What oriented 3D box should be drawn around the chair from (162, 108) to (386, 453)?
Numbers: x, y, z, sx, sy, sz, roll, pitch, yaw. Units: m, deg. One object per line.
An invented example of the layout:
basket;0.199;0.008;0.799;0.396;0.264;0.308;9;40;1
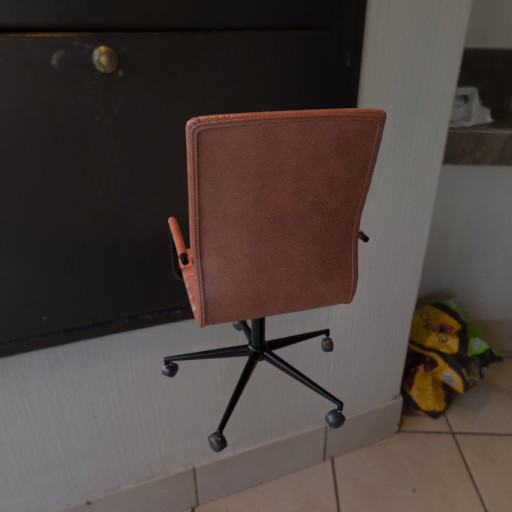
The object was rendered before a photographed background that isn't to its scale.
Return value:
chair;0.000;0.000;1.274;0.600;0.878;0.578;-7;27;-14
